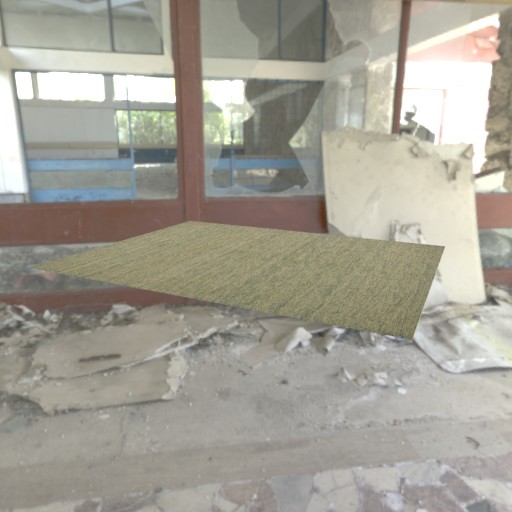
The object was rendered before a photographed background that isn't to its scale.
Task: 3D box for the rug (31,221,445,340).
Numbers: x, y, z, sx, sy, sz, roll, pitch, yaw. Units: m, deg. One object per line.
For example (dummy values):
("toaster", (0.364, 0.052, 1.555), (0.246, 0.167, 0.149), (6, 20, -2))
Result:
("rug", (0.000, 0.000, 4.260), (3.201, 0.014, 2.437), (7, 17, 25))
